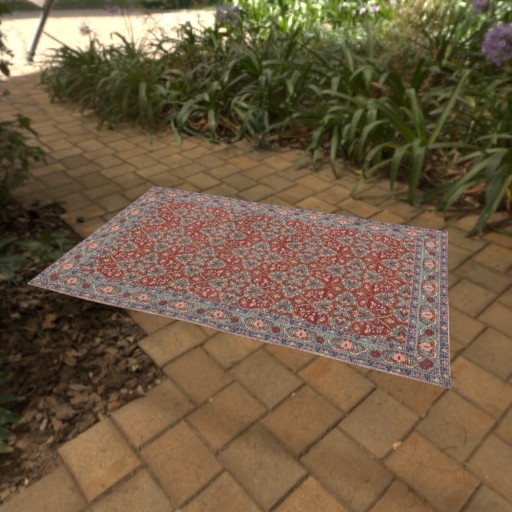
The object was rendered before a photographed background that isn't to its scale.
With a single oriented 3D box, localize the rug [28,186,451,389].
[{"bbox_3d":[0.000,0.000,2.977,2.439,0.011,1.533,11,35,16],"label":"rug"}]
